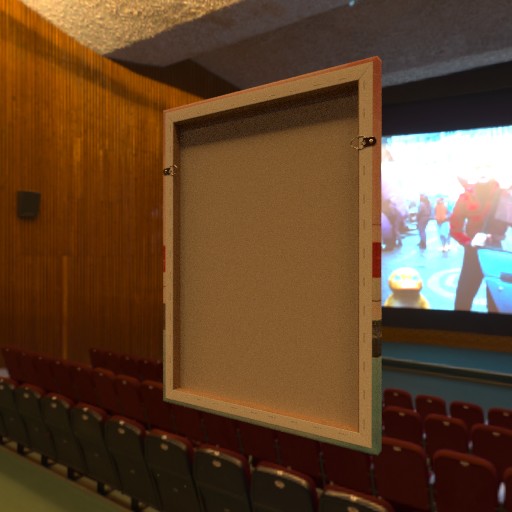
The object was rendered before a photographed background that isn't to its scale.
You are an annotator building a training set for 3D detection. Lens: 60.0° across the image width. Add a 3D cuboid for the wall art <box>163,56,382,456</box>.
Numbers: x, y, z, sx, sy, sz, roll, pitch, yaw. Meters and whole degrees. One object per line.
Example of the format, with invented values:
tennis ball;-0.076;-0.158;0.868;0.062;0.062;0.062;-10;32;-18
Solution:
wall art;0.000;0.000;1.349;0.761;1.016;0.039;0;0;34
